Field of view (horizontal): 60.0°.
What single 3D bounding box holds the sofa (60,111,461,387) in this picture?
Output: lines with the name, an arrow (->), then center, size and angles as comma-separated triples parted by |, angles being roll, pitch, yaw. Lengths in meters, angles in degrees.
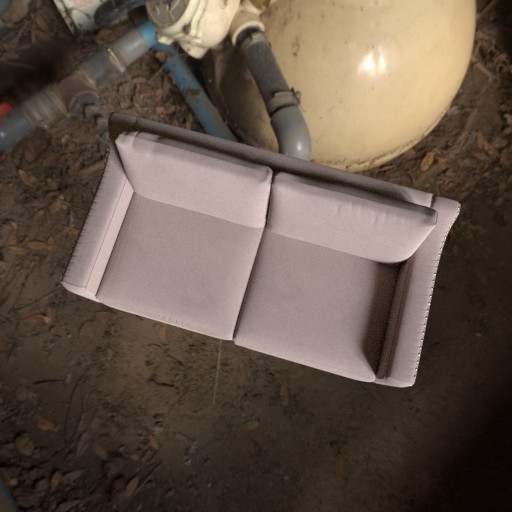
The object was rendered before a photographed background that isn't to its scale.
sofa -> 0.000, 0.000, 2.574 | 1.967, 0.901, 1.030 | 16, 77, 4
